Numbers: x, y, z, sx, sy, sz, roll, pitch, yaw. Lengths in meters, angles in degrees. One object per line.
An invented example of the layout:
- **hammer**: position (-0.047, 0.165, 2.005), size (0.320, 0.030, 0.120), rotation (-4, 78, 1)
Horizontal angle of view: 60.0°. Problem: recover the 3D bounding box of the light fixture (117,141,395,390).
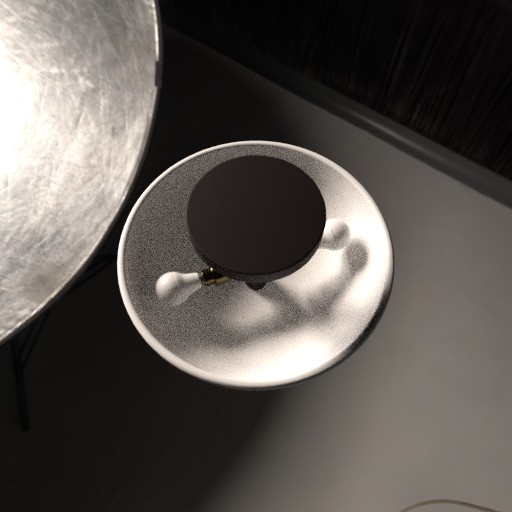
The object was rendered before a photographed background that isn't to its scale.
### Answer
- **light fixture**: position (0.000, 0.000, 0.553), size (0.331, 0.212, 0.331), rotation (0, 64, 0)
